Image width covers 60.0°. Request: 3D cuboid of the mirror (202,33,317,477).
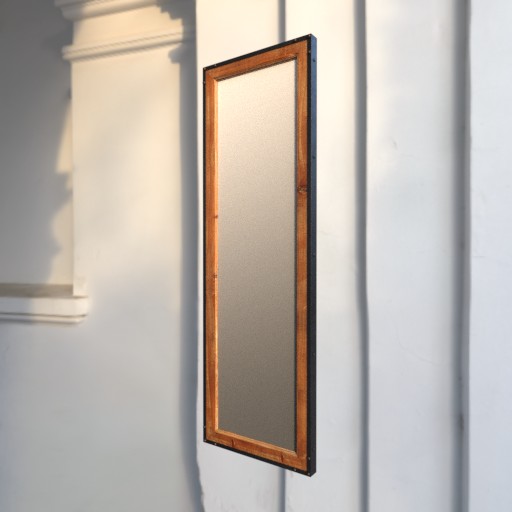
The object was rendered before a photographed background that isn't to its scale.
[{"bbox_3d":[0.000,0.000,1.186,0.354,1.080,0.042,0,1,35],"label":"mirror"}]
